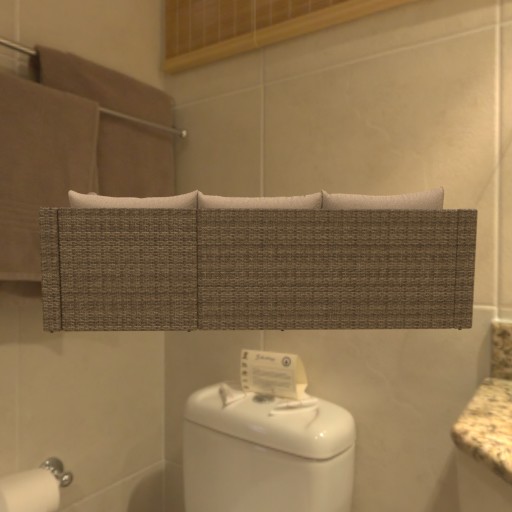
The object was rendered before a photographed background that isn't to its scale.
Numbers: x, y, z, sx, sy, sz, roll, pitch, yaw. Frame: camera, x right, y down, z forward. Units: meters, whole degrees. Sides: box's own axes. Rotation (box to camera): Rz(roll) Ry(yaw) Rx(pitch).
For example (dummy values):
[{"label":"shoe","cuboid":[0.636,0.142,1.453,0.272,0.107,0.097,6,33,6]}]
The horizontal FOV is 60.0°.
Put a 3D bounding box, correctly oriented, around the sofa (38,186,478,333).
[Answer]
[{"label":"sofa","cuboid":[0.000,0.000,3.031,2.192,0.766,1.662,0,0,-2]}]
